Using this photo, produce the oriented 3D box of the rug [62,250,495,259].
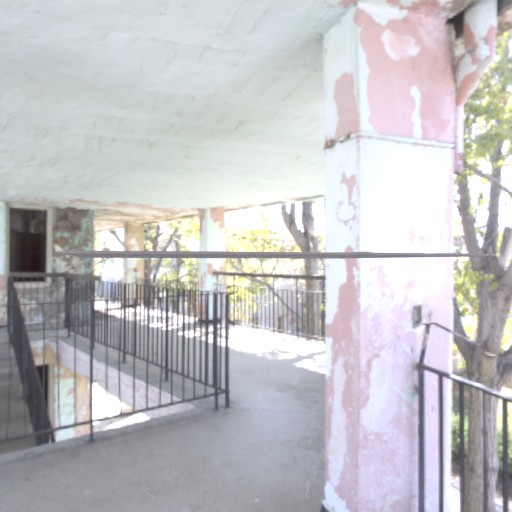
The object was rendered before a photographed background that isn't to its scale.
[{"bbox_3d":[0.000,0.000,4.013,3.007,0.032,2.434,0,-1,-18],"label":"rug"}]
